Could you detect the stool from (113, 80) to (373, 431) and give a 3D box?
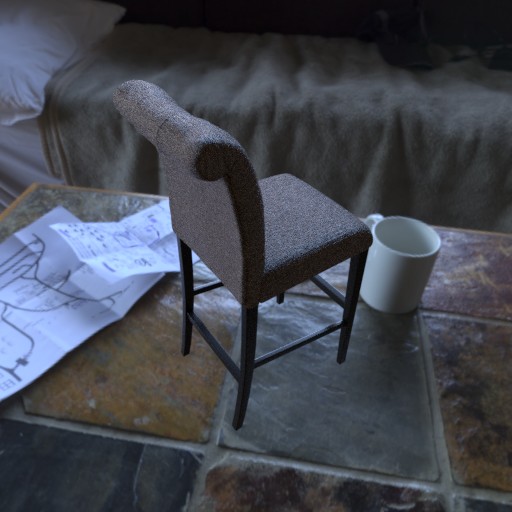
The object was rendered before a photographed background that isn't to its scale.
[{"bbox_3d":[0.000,0.000,1.462,0.613,1.131,0.452,-24,46,-26],"label":"stool"}]
